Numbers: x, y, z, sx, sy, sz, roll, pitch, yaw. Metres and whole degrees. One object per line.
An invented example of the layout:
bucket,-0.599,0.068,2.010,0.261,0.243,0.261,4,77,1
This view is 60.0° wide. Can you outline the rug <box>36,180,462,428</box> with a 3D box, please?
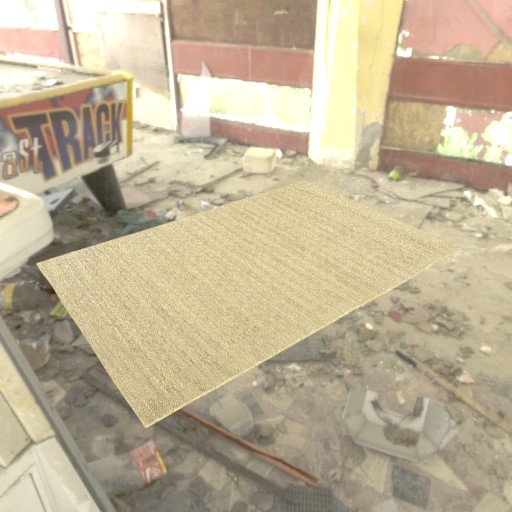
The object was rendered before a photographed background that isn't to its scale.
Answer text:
rug,0.000,0.000,2.860,2.297,0.018,1.532,-22,37,-32
